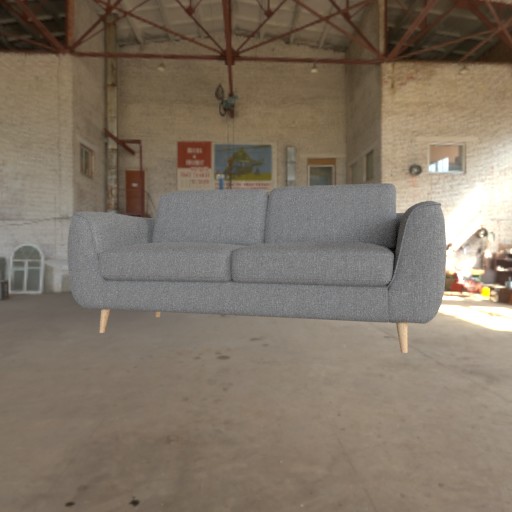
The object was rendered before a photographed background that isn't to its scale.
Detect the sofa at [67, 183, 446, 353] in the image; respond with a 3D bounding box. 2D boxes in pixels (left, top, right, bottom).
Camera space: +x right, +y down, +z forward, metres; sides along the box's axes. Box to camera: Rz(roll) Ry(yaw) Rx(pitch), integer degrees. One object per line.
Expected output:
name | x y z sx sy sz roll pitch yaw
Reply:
sofa | 0.000 0.000 2.572 2.000 0.870 0.920 0 1 17
